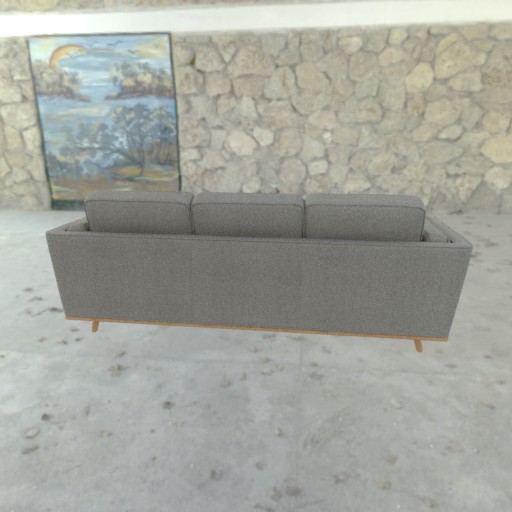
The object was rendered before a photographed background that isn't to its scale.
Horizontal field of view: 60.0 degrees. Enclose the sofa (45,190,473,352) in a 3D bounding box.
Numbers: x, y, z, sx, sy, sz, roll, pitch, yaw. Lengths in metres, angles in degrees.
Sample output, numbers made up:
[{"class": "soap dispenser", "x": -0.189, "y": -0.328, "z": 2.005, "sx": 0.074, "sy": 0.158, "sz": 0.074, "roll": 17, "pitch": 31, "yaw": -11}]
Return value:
[{"class": "sofa", "x": 0.000, "y": 0.000, "z": 2.848, "sx": 2.362, "sy": 0.899, "sz": 0.903, "roll": 2, "pitch": 16, "yaw": 7}]
